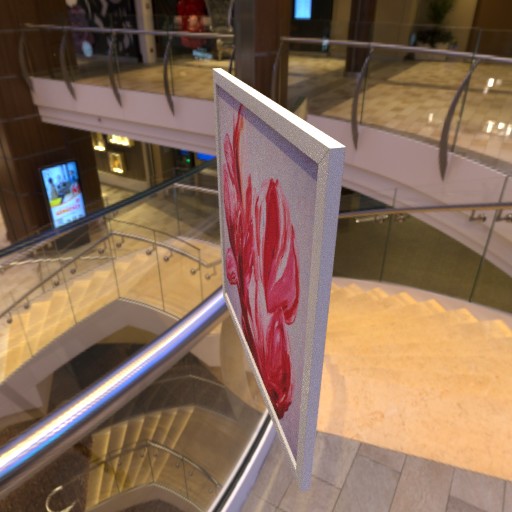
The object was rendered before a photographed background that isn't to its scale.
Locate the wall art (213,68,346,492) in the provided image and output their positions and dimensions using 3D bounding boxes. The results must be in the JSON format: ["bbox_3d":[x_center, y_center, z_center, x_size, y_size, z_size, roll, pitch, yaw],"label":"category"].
[{"bbox_3d":[0.000,0.000,0.947,0.020,0.661,0.664,-8,31,-14],"label":"wall art"}]
